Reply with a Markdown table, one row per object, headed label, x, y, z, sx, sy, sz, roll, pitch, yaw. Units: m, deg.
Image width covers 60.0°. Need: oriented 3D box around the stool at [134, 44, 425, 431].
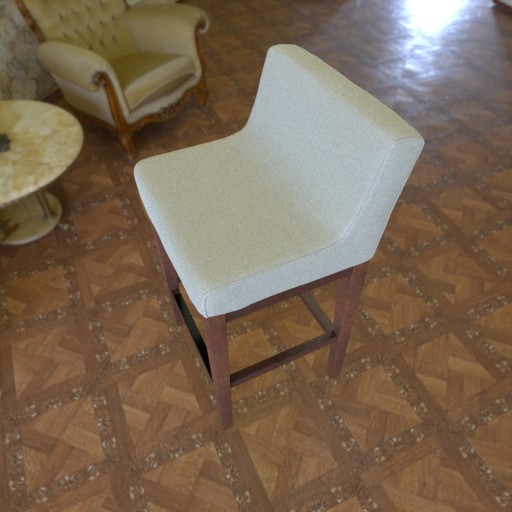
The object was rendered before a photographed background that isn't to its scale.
| label | x | y | z | sx | sy | sz | roll | pitch | yaw |
| --- | --- | --- | --- | --- | --- | --- | --- | --- | --- |
| stool | 0.000 | 0.000 | 1.247 | 0.500 | 0.937 | 0.511 | -20 | 49 | -18 |
